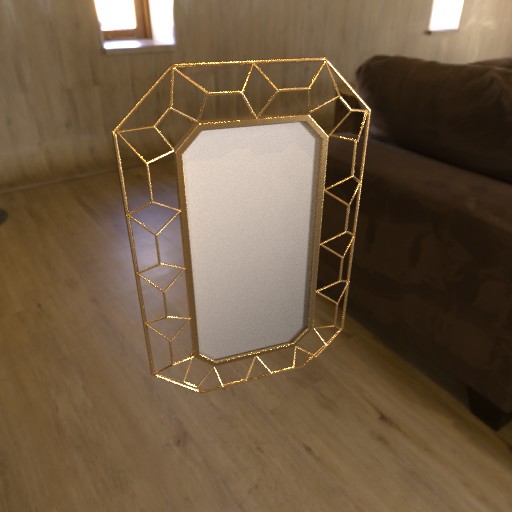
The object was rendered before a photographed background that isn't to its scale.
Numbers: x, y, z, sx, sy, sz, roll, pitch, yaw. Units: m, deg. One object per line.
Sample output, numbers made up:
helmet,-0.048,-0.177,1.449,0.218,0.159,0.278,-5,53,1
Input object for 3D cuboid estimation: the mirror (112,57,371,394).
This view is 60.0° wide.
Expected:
mirror,0.000,0.000,1.074,0.572,0.870,0.051,-10,32,-17
